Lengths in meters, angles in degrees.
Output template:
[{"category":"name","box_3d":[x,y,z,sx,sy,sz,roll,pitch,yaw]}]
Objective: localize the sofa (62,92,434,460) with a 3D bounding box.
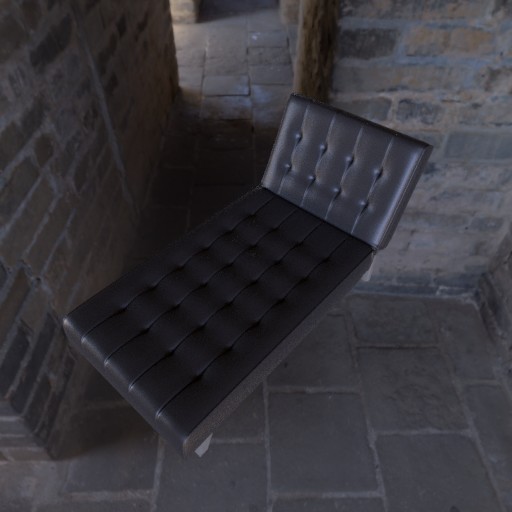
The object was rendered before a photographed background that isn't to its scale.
[{"category":"sofa","box_3d":[0.000,0.000,1.987,0.760,0.820,1.560,33,54,28]}]
